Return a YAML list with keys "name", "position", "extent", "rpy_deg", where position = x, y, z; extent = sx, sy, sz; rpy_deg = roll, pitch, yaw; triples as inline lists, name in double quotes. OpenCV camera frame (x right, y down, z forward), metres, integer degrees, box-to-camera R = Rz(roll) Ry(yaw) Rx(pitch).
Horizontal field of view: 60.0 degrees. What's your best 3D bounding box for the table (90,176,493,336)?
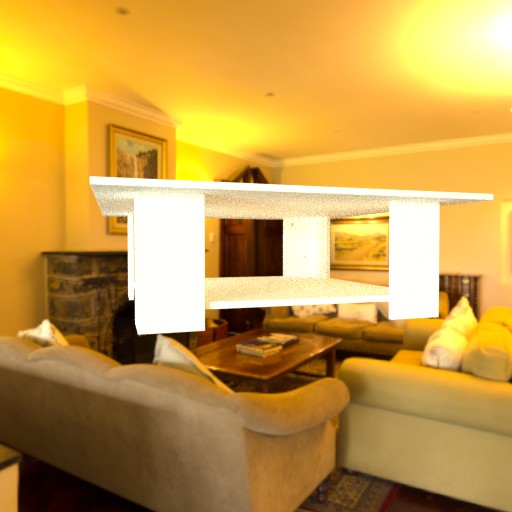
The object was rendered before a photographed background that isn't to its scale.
- name: "table"
  position: [0.000, 0.000, 1.335]
  extent: [0.890, 0.305, 0.890]
  rpy_deg: [0, 1, -18]
